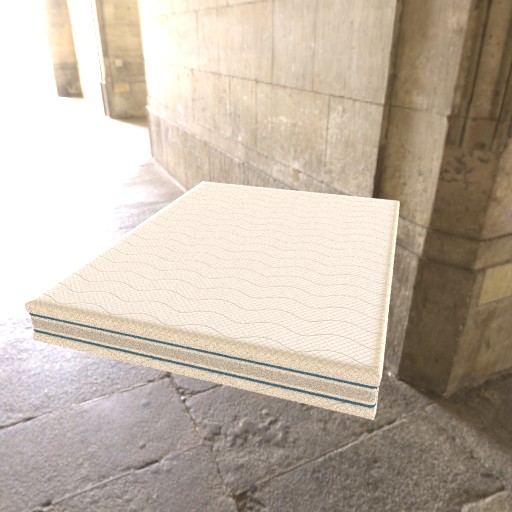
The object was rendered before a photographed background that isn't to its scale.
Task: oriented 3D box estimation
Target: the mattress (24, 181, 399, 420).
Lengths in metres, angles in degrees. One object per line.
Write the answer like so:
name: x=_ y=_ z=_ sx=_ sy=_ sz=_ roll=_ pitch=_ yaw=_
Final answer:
mattress: x=0.000 y=0.000 z=2.712 sx=1.600 sy=0.230 sz=2.000 roll=8 pitch=28 yaw=16
